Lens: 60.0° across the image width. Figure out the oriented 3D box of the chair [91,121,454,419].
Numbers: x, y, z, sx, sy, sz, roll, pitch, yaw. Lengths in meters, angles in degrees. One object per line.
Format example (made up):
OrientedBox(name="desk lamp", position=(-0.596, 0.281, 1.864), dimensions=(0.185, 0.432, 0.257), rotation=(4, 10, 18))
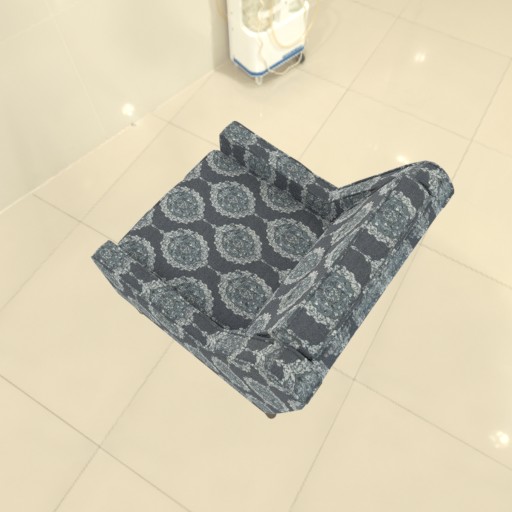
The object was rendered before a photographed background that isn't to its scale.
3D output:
OrientedBox(name="chair", position=(0.000, 0.000, 1.355), dimensions=(0.743, 0.792, 0.663), rotation=(35, 69, 16))
